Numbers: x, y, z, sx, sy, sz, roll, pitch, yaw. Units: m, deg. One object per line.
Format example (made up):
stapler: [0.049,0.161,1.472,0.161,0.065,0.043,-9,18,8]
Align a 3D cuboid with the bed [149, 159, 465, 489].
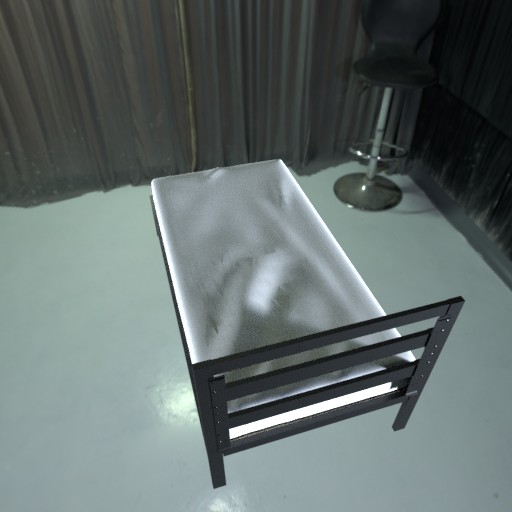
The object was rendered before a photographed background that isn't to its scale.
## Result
bed: [0.000,0.000,2.484,0.991,0.967,1.930,-12,44,-12]
